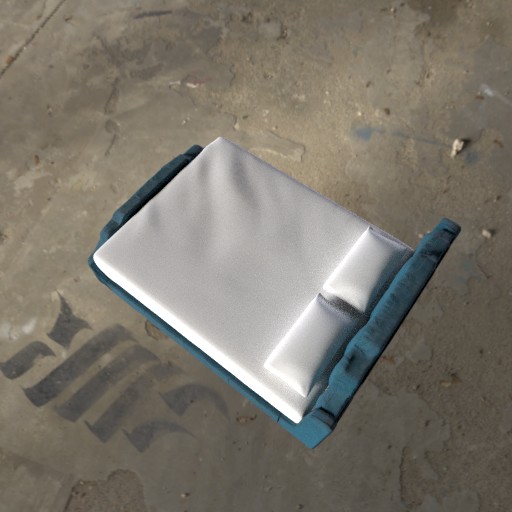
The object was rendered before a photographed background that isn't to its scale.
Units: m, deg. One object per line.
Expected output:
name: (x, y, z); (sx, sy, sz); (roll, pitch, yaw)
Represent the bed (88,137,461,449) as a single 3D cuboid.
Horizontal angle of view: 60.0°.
bed: (0.000, 0.000, 3.486); (2.322, 1.351, 1.676); (34, 67, 17)
